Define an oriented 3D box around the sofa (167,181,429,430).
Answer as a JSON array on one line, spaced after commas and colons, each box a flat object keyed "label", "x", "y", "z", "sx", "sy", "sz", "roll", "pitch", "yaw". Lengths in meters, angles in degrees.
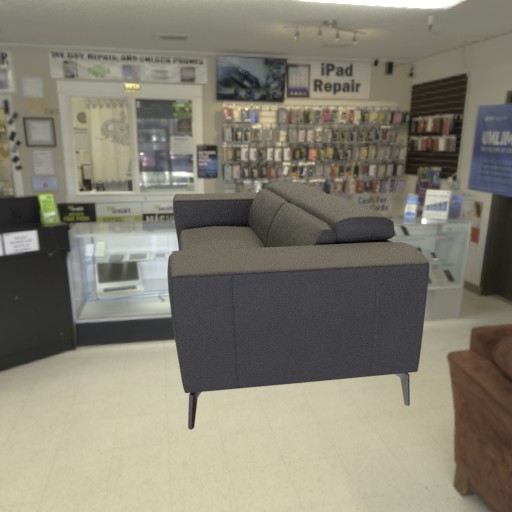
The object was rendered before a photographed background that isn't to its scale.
[{"label": "sofa", "x": 0.000, "y": 0.000, "z": 2.836, "sx": 1.048, "sy": 0.814, "sz": 2.330, "roll": -3, "pitch": 15, "yaw": -9}]
